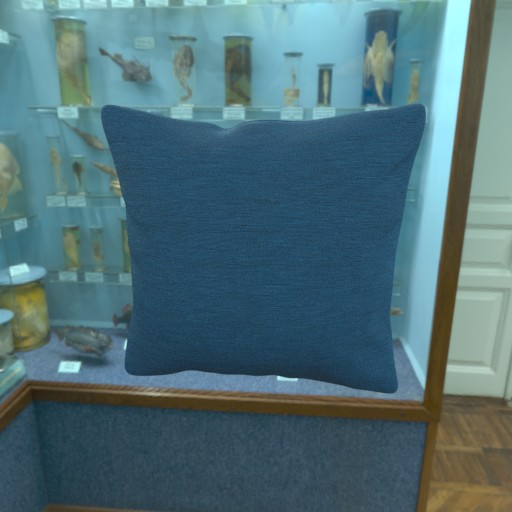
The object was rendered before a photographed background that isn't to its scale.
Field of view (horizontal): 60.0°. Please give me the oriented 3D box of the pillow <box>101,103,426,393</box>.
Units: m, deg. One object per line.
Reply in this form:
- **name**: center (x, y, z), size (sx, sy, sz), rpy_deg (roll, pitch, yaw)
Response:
- **pillow**: center (0.000, 0.000, 0.646), size (0.437, 0.420, 0.177), rpy_deg (2, 17, 7)
